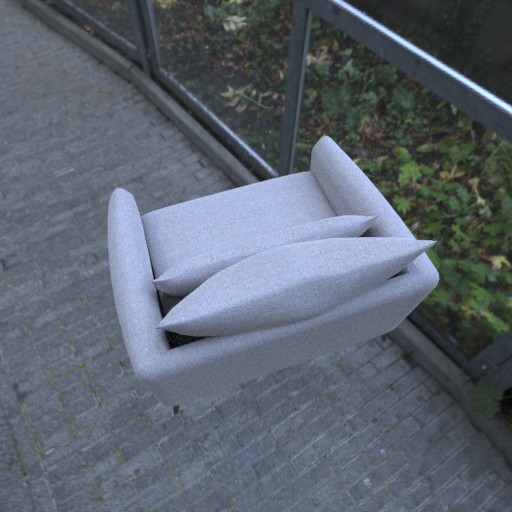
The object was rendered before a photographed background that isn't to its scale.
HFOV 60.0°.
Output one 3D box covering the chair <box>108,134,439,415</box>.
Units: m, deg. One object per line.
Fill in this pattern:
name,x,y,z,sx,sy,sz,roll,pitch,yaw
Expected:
chair,0.000,0.000,1.647,1.029,0.856,0.801,-16,59,-10
